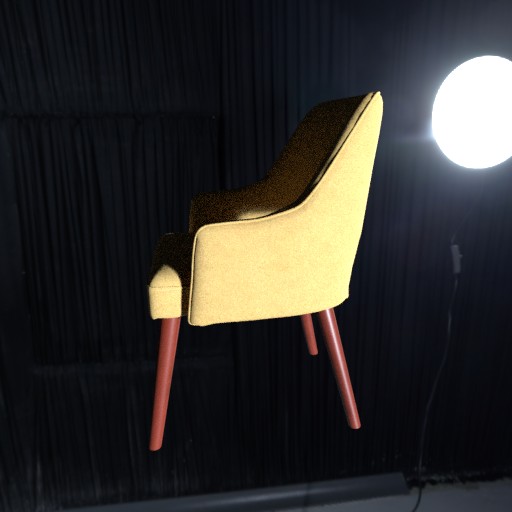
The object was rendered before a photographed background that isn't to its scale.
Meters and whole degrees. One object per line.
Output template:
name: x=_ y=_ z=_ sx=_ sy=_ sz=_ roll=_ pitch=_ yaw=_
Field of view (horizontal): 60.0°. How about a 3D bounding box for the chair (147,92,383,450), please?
chair: x=0.000 y=0.000 z=1.231 sx=0.605 sy=0.849 sz=0.548 roll=-2 pitch=16 yaw=-8
